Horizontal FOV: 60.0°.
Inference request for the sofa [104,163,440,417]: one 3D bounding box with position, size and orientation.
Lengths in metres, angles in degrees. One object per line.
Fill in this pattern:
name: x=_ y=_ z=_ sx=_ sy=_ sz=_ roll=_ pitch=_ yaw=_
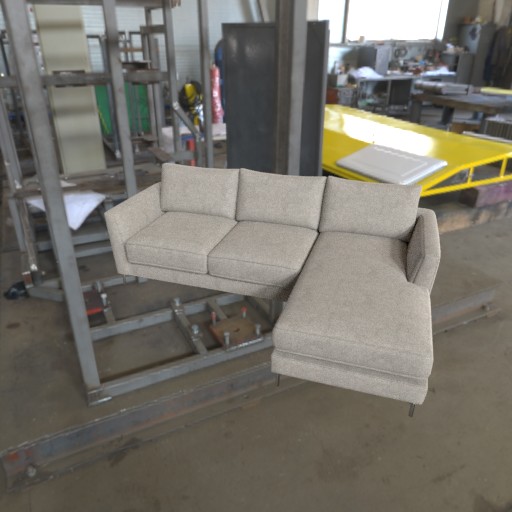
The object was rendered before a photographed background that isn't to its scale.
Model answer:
sofa: x=0.000 y=0.000 z=3.189 sx=2.438 sy=0.864 sz=1.626 roll=8 pitch=28 yaw=16
